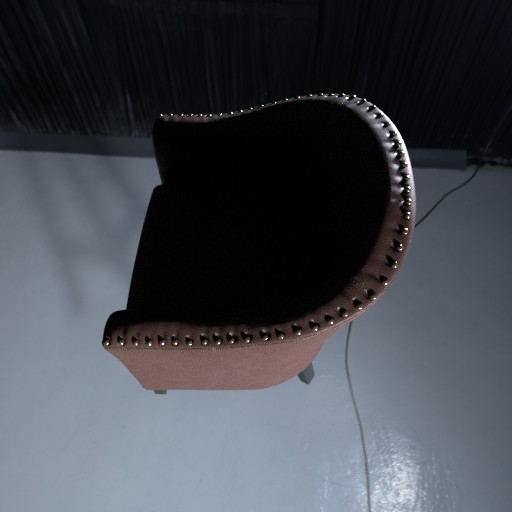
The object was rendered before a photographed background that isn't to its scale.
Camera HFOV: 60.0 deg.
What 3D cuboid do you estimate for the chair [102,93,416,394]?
[{"bbox_3d":[0.000,0.000,1.399,0.748,0.823,0.794,2,58,1],"label":"chair"}]
